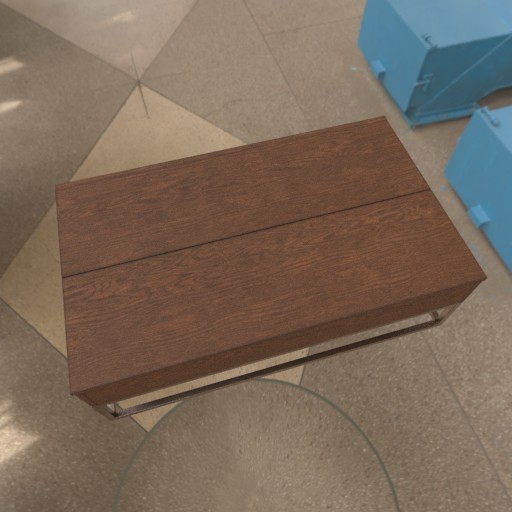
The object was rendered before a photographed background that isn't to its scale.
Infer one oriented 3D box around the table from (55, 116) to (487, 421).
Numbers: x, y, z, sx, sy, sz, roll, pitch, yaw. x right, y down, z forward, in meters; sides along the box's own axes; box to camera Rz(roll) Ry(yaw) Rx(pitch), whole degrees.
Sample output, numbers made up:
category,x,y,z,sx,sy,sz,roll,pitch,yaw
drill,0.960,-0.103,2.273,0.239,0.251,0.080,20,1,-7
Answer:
category,x,y,z,sx,sy,sz,roll,pitch,yaw
table,0.000,0.000,1.512,1.167,0.361,0.719,-14,60,-8
